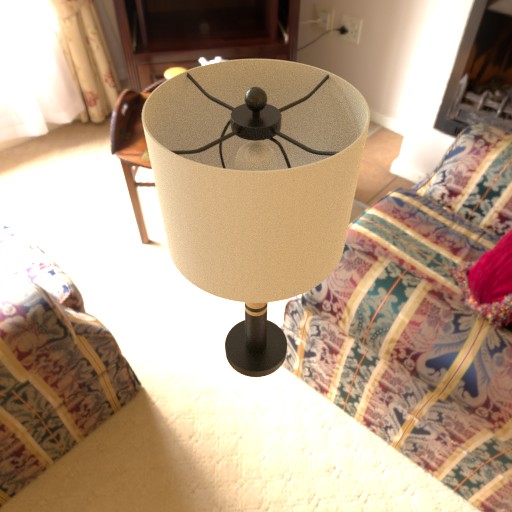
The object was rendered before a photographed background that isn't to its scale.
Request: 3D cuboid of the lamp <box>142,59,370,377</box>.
[{"bbox_3d":[0.000,0.000,0.814,0.305,0.640,0.305,3,46,3],"label":"lamp"}]
